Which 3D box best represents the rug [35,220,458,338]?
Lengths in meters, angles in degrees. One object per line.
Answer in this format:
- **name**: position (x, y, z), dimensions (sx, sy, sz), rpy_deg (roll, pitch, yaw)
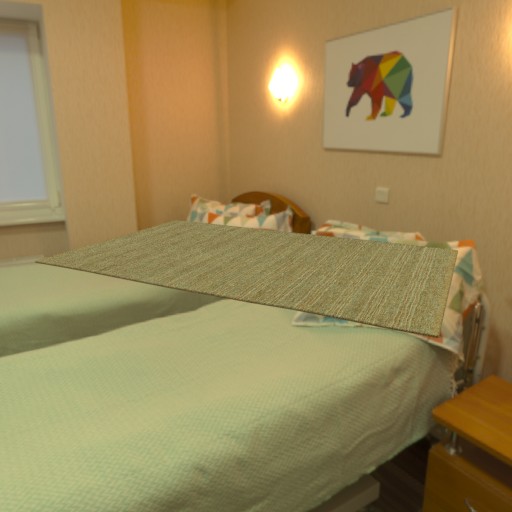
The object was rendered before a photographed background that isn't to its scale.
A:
- **rug**: position (0.000, 0.000, 3.014), dimensions (2.448, 0.012, 1.540), rpy_deg (8, 18, 25)
